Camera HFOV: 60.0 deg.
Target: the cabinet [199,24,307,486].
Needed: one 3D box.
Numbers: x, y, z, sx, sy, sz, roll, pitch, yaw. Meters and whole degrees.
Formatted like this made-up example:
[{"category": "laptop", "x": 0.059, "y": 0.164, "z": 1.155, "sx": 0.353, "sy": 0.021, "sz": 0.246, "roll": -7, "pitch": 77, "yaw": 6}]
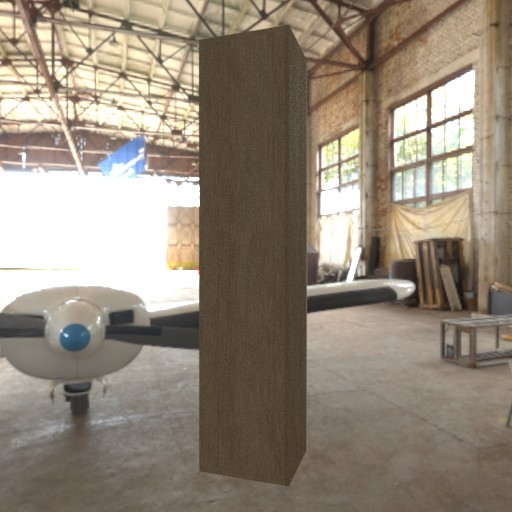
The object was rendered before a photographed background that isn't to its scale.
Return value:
[{"category": "cabinet", "x": 0.000, "y": 0.000, "z": 1.518, "sx": 0.300, "sy": 1.400, "sz": 0.270, "roll": 0, "pitch": 0, "yaw": 18}]
